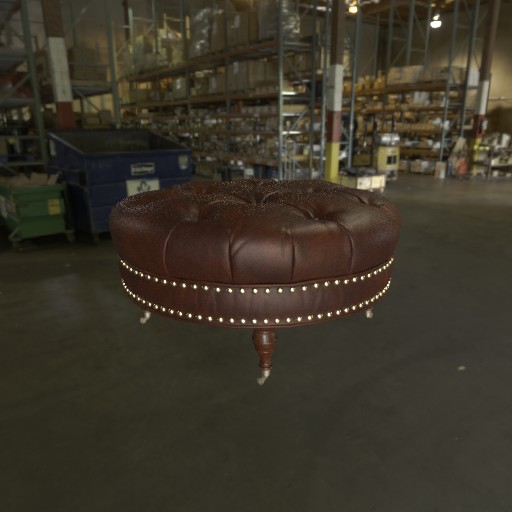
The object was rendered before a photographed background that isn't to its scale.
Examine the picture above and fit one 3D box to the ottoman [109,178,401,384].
[{"bbox_3d":[0.000,0.000,1.441,0.901,0.455,0.901,0,16,0],"label":"ottoman"}]
